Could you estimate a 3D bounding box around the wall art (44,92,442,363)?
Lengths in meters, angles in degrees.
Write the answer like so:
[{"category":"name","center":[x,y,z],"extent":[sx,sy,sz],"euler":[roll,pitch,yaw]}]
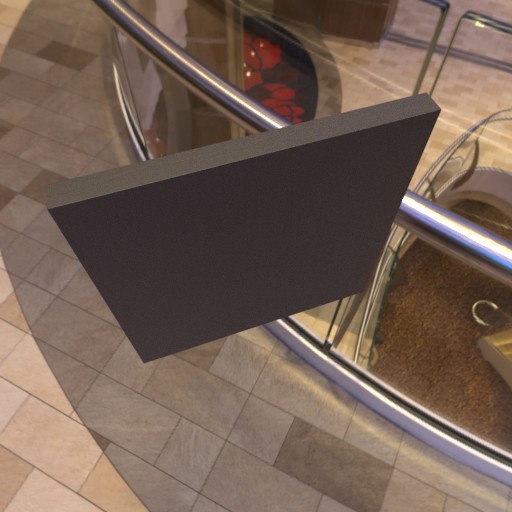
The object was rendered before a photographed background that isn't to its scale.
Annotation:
[{"category":"wall art","center":[0.000,0.000,0.762],"extent":[0.507,0.507,0.038],"euler":[-17,59,-10]}]
